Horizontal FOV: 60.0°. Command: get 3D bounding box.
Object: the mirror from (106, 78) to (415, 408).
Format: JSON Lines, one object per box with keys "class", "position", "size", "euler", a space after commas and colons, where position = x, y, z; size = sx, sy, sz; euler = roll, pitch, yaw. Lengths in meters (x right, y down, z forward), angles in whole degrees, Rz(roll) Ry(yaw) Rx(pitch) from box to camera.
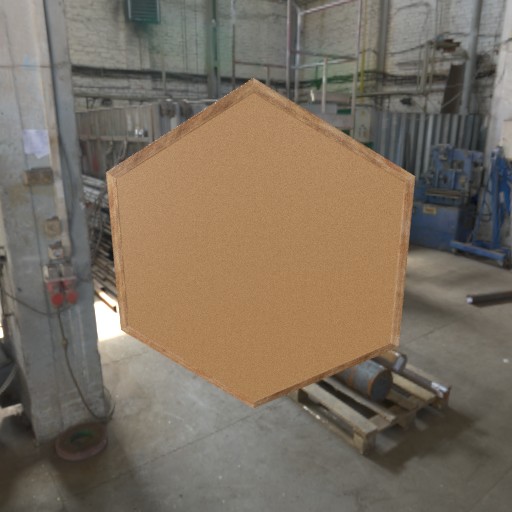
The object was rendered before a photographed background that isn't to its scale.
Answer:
{"class": "mirror", "position": [0.000, 0.000, 1.050], "size": [0.675, 0.779, 0.091], "euler": [2, 16, 7]}
